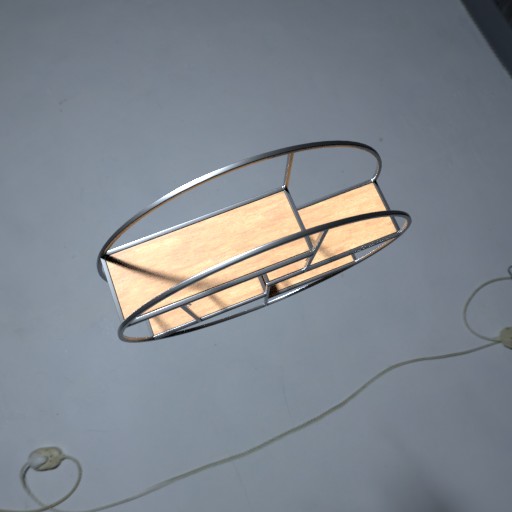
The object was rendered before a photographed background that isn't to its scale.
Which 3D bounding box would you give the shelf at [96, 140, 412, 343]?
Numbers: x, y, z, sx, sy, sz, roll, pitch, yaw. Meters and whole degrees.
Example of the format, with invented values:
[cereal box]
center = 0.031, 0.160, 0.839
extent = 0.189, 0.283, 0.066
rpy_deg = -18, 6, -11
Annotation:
[shelf]
center = 0.000, 0.000, 1.341
extent = 0.888, 0.888, 0.202
rpy_deg = -21, 77, -5
